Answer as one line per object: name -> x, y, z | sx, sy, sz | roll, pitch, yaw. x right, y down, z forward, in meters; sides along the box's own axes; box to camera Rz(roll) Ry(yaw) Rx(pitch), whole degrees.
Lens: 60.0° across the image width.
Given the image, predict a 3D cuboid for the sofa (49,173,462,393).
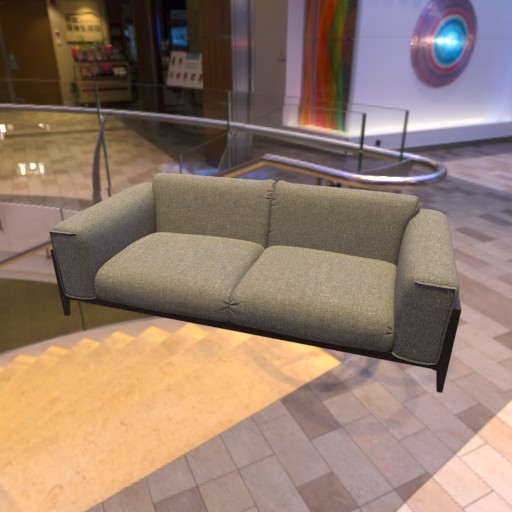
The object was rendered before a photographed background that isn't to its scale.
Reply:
sofa -> 0.000, 0.000, 2.609 | 2.125, 0.703, 0.985 | 8, 26, 16
